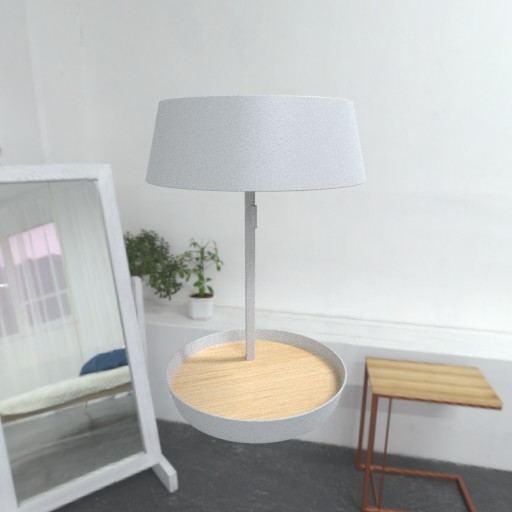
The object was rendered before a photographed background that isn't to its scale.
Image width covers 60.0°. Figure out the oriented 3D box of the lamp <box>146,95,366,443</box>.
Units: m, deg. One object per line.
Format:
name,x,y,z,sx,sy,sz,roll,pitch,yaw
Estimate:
lamp,0.000,0.000,0.629,0.291,0.429,0.291,0,15,0
